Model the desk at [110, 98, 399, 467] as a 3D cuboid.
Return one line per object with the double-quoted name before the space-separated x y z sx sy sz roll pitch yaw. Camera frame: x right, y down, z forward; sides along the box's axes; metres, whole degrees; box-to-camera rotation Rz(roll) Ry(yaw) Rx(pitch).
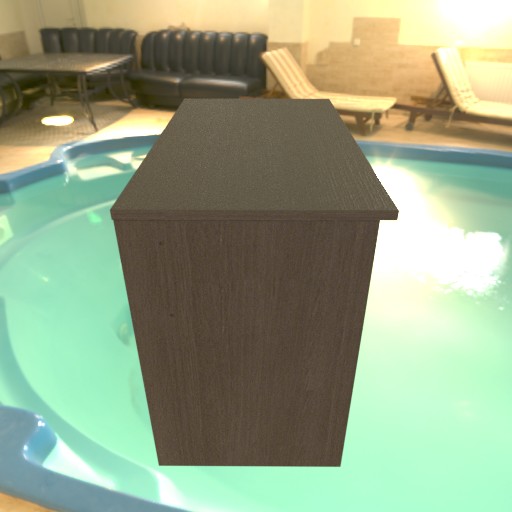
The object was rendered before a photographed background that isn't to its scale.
"desk" 0.000 0.000 1.330 0.498 0.724 0.893 0 31 0
